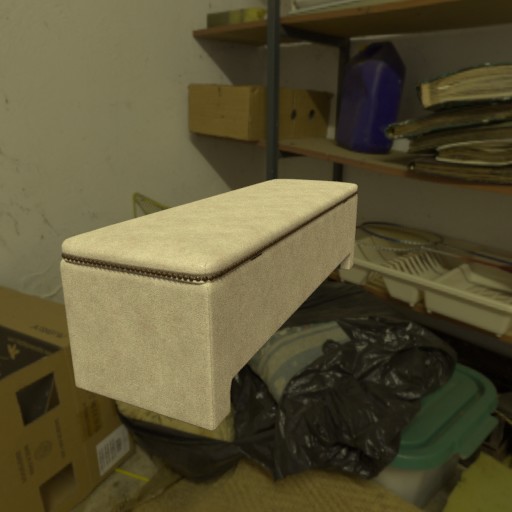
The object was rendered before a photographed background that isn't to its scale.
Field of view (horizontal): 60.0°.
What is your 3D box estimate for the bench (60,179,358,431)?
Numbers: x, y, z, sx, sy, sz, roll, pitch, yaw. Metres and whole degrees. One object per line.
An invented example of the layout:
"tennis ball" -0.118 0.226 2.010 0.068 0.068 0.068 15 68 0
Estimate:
"bench" 0.000 0.000 1.744 0.470 0.447 1.482 8 18 24
